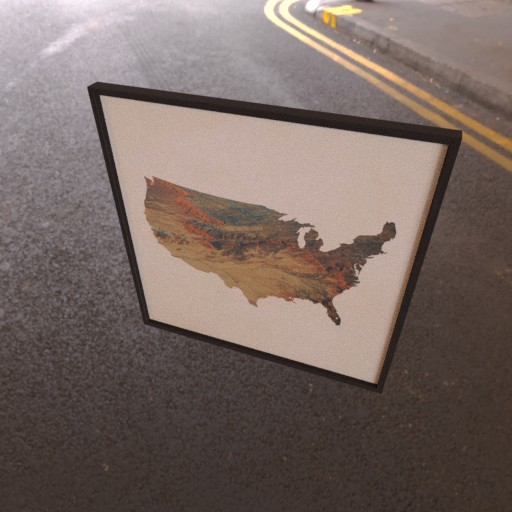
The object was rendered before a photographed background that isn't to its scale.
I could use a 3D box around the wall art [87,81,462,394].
[{"bbox_3d":[0.000,0.000,1.112,0.762,0.762,0.038,13,41,15],"label":"wall art"}]
